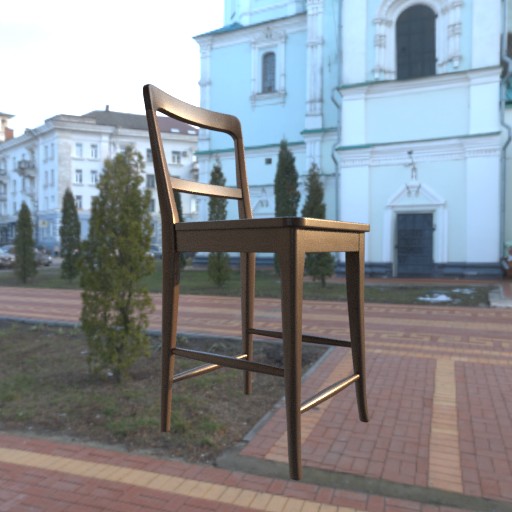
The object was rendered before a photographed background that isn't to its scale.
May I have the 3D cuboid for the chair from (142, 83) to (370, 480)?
[{"bbox_3d":[0.000,0.000,1.302,0.546,0.991,0.450,1,1,36],"label":"chair"}]
